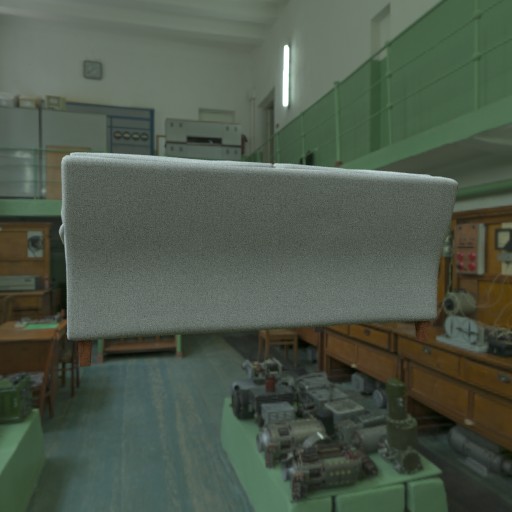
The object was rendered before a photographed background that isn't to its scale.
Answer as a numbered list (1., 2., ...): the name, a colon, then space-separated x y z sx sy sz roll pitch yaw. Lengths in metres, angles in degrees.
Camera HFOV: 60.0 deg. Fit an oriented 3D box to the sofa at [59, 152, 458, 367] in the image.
1. sofa: 0.000 0.000 2.624 2.070 0.997 1.091 0 1 -18
